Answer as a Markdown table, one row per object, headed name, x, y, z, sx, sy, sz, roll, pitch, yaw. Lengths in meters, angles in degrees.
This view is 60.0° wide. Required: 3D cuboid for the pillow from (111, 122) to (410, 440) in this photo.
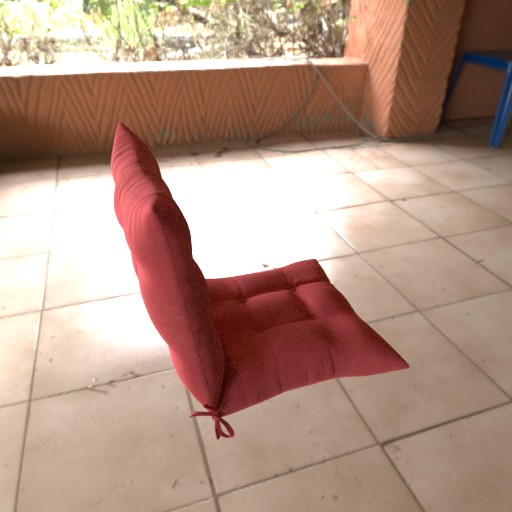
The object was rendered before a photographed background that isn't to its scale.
| name | x | y | z | sx | sy | sz | roll | pitch | yaw |
| --- | --- | --- | --- | --- | --- | --- | --- | --- | --- |
| pillow | 0.000 | 0.000 | 1.029 | 0.585 | 0.536 | 0.541 | -10 | 32 | -17 |
